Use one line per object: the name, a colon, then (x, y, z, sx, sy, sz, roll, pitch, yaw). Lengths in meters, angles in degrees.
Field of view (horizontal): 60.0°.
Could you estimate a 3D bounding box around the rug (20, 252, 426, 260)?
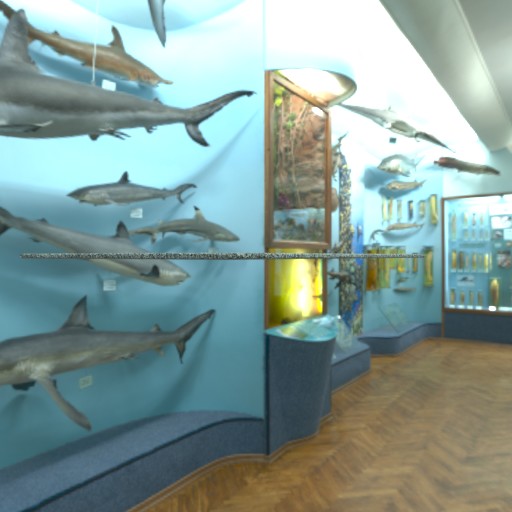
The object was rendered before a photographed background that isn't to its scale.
rug: (0.000, 0.000, 3.424, 1.778, 0.030, 2.743, 0, 0, 37)
